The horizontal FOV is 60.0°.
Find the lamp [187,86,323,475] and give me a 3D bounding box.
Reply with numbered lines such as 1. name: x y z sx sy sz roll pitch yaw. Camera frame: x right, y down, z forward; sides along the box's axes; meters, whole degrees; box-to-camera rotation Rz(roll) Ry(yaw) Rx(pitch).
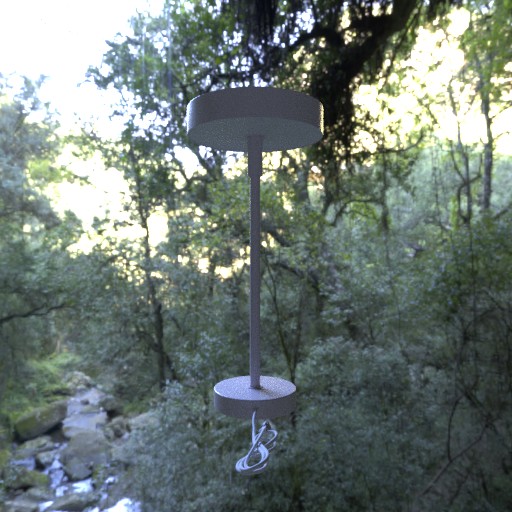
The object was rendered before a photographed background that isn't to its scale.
1. lamp: 0.000 0.000 0.685 0.229 0.508 0.369 0 0 -1
